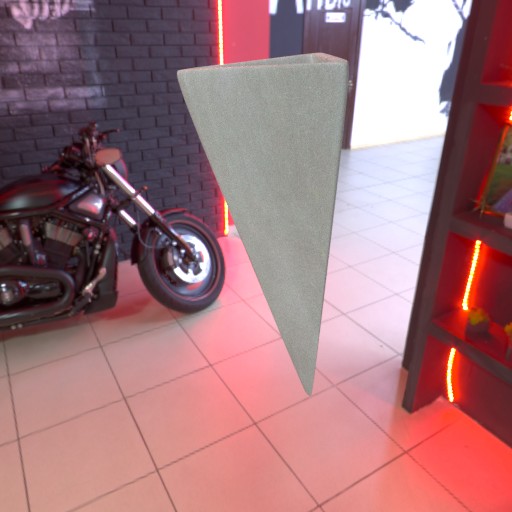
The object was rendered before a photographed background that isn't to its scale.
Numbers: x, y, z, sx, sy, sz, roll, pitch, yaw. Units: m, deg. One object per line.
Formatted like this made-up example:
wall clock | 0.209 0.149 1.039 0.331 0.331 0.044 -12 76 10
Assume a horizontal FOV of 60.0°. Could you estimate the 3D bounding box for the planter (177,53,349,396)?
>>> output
planter | 0.000 0.000 0.157 0.047 0.130 0.058 0 26 1
